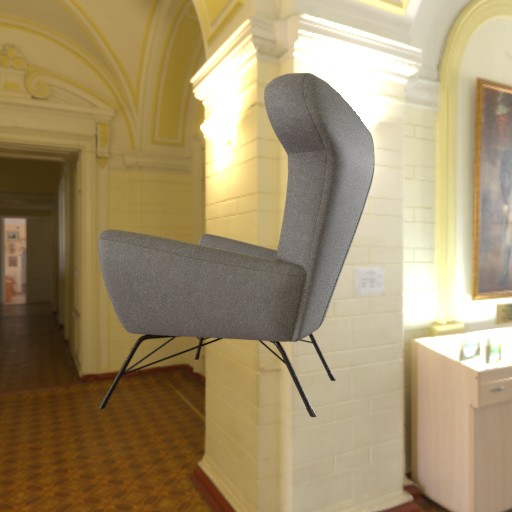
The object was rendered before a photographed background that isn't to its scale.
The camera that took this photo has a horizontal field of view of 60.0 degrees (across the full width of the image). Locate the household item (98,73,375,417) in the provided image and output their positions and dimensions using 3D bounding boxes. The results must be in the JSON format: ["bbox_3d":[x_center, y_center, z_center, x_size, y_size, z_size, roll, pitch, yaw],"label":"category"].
[{"bbox_3d":[0.000,0.000,1.743,0.900,1.050,0.980,0,0,18],"label":"household item"}]
